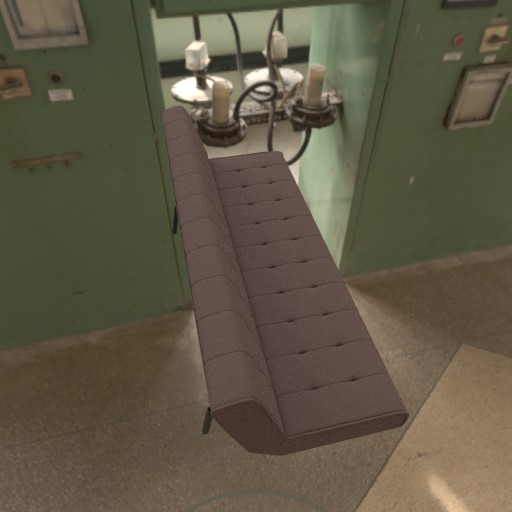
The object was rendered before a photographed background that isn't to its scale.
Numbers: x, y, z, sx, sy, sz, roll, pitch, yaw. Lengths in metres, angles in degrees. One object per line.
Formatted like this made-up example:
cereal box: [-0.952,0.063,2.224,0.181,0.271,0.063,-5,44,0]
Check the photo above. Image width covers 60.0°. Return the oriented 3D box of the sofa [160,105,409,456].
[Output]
sofa: [0.000,0.000,2.073,0.747,0.699,1.703,-10,47,-9]
